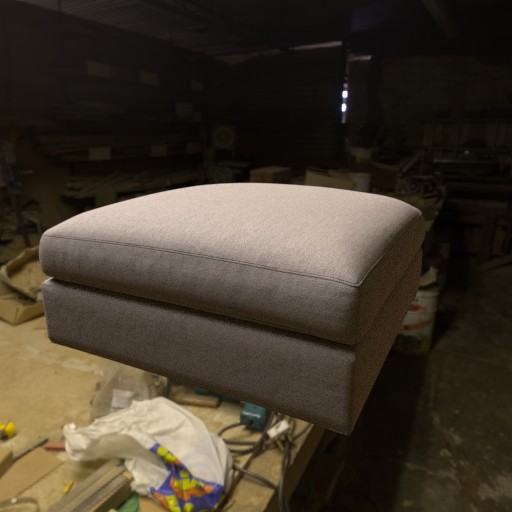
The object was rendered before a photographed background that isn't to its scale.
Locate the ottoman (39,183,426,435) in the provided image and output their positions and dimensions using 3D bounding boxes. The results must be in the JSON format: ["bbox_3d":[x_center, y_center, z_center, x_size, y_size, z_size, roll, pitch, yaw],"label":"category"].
[{"bbox_3d":[0.000,0.000,1.601,1.041,0.470,1.041,8,18,26],"label":"ottoman"}]
